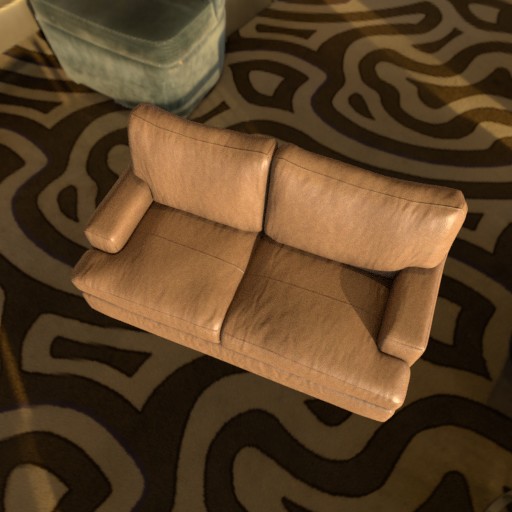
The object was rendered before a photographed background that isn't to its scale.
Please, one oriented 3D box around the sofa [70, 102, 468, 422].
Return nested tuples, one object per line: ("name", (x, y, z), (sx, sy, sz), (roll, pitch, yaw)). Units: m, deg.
("sofa", (0.000, 0.000, 2.351), (1.855, 0.980, 0.962), (19, 60, 11))
